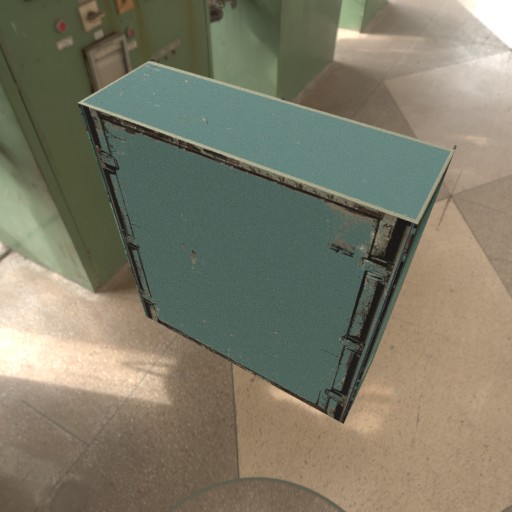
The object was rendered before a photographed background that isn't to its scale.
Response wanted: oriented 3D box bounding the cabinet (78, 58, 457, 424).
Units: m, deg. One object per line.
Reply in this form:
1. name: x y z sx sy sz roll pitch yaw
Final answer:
1. cabinet: 0.000 0.000 3.221 2.000 2.160 0.680 24 52 20
